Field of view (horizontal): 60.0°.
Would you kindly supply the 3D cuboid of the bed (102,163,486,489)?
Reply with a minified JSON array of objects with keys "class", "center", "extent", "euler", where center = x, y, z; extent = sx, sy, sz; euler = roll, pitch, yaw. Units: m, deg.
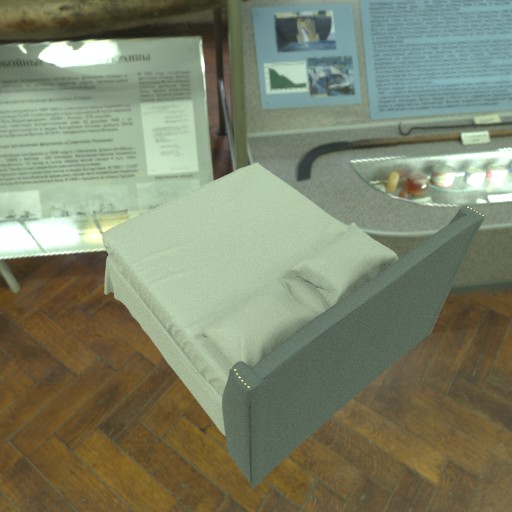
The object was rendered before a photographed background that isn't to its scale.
[{"class":"bed","center":[0.000,0.000,3.423],"extent":[1.925,1.332,2.276],"euler":[-30,52,-26]}]
